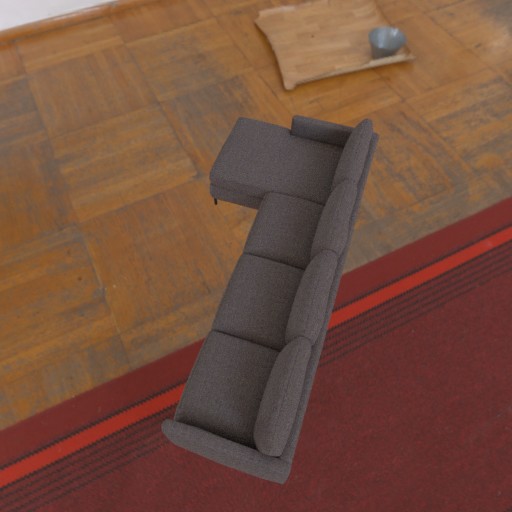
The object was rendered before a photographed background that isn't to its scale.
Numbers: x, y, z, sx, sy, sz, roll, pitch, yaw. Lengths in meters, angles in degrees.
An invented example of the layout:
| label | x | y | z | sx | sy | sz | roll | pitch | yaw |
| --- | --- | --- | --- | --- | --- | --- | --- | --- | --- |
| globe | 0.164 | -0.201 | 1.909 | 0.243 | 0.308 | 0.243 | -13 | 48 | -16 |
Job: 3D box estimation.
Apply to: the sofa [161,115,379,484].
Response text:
| label | x | y | z | sx | sy | sz | roll | pitch | yaw |
| --- | --- | --- | --- | --- | --- | --- | --- | --- | --- |
| sofa | 0.000 | 0.000 | 3.227 | 1.258 | 0.754 | 2.731 | 16 | 59 | 10 |
